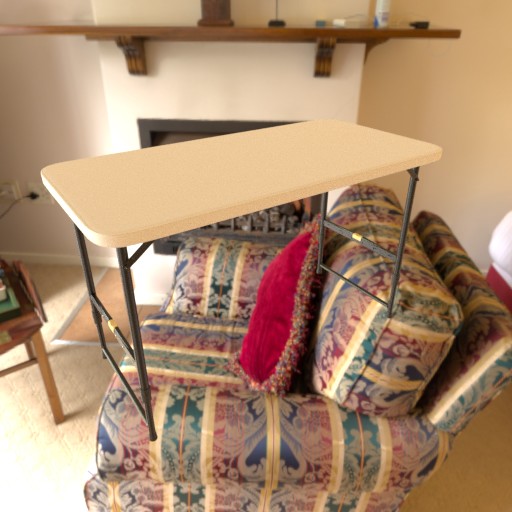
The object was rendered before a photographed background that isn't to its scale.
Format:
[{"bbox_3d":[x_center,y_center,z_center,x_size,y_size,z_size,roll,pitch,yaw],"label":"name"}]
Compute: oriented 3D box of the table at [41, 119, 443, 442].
[{"bbox_3d":[0.000,0.000,1.613,1.219,0.737,0.610,-19,34,-30],"label":"table"}]
